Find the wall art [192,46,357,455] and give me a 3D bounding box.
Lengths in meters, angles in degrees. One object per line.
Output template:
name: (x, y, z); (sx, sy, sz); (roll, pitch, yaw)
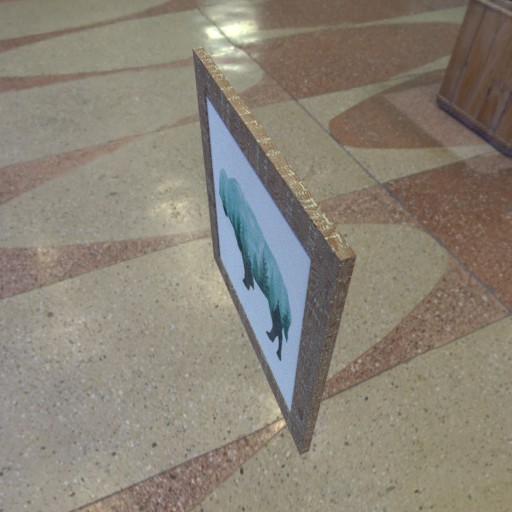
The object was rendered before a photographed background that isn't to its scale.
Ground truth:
wall art: (0.000, 0.000, 0.568); (0.022, 0.380, 0.380); (-16, 49, -14)
